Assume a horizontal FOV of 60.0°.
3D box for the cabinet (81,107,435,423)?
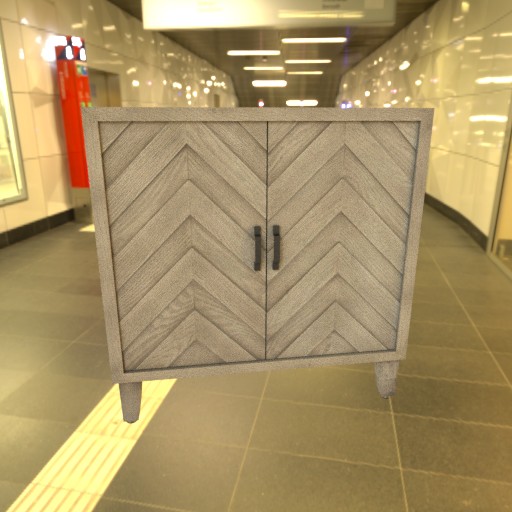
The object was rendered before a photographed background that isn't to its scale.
[{"bbox_3d":[0.000,0.000,1.248,0.781,0.787,0.370,-3,18,-8],"label":"cabinet"}]
